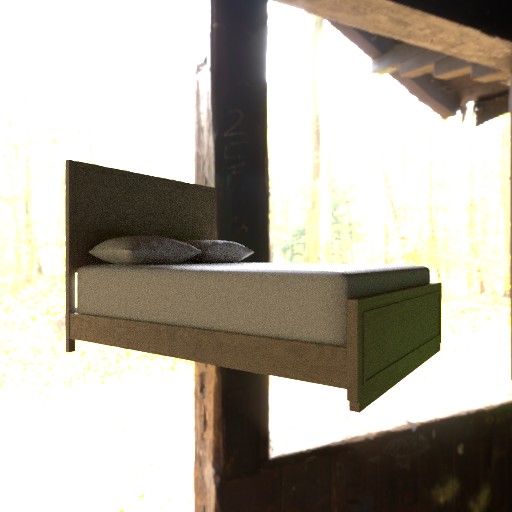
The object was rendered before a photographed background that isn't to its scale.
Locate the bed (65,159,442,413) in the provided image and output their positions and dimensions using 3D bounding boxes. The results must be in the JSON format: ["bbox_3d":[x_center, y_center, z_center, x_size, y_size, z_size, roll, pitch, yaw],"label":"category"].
[{"bbox_3d":[0.000,0.000,3.191,2.189,1.369,1.606,0,0,35],"label":"bed"}]
